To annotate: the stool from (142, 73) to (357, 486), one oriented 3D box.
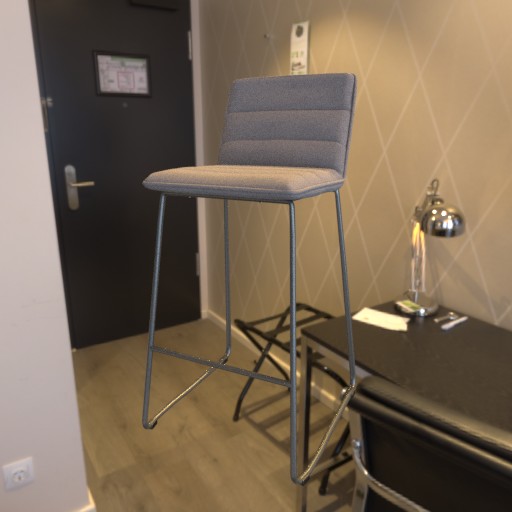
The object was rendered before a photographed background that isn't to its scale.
[{"bbox_3d":[0.000,0.000,1.202,0.490,0.960,0.490,8,17,26],"label":"stool"}]
